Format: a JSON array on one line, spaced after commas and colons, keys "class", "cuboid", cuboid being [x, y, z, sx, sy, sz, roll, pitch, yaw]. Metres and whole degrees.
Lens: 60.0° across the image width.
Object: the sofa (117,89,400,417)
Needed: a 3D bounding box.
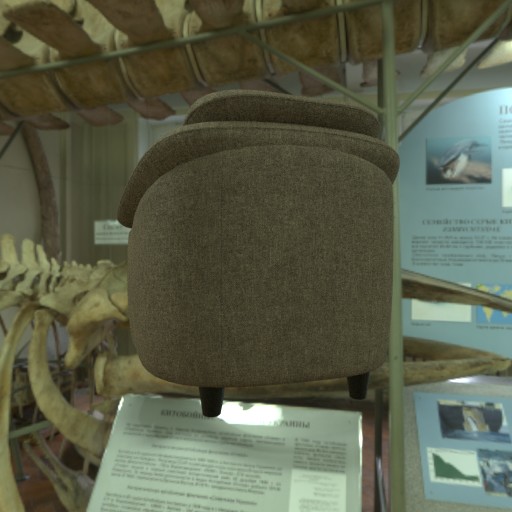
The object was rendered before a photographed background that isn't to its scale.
[{"class": "sofa", "cuboid": [0.000, 0.000, 1.465, 0.870, 0.811, 0.794, 0, 0, -19]}]
